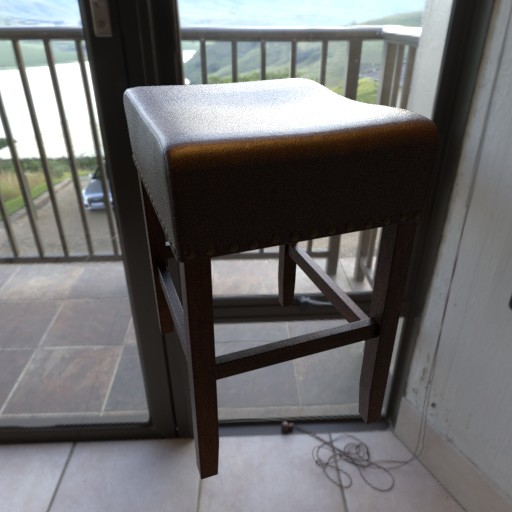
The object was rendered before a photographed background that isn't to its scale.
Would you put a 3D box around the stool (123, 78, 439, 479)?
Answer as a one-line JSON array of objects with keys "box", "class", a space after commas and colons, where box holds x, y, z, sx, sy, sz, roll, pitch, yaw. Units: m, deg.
[{"box": [0.000, 0.000, 0.893, 0.397, 0.608, 0.465, -10, 31, -18], "class": "stool"}]
